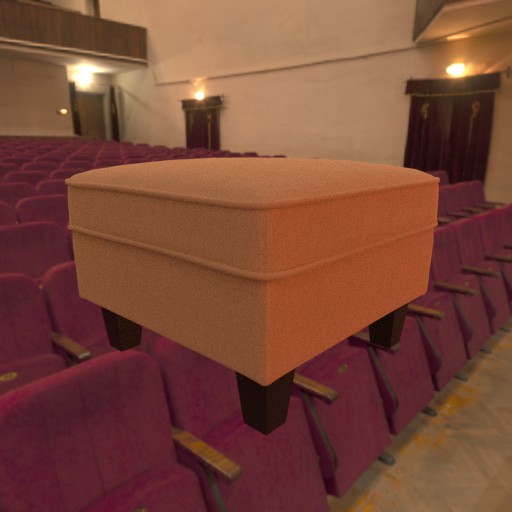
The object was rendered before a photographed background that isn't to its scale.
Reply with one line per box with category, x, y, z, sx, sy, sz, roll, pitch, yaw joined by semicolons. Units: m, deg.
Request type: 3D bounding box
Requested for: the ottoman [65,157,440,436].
ottoman;0.000;0.000;1.016;0.613;0.438;0.616;13;19;41
